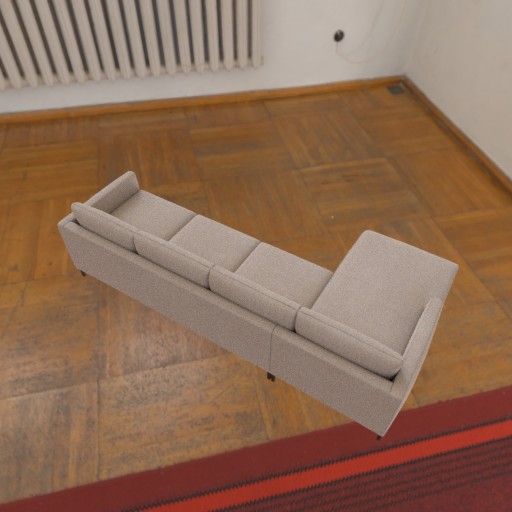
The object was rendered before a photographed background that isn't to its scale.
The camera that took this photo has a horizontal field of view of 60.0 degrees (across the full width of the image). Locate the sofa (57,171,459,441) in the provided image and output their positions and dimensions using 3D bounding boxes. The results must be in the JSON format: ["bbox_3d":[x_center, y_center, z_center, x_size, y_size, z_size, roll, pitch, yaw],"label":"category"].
[{"bbox_3d":[0.000,0.000,3.627,2.923,0.816,1.469,24,51,21],"label":"sofa"}]
